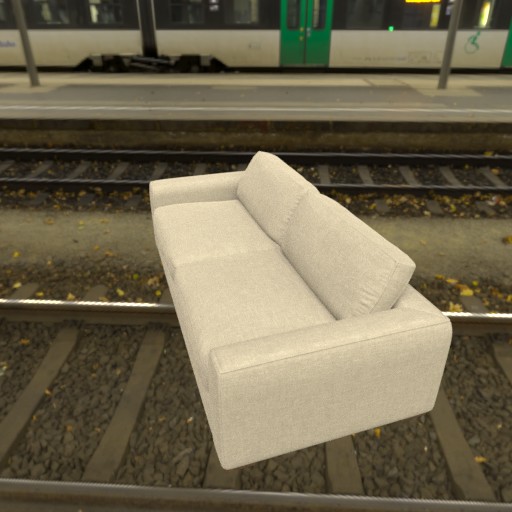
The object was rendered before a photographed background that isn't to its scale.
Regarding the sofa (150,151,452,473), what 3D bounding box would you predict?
[{"bbox_3d":[0.000,0.000,2.734,1.070,0.801,2.262,-9,30,-16],"label":"sofa"}]
